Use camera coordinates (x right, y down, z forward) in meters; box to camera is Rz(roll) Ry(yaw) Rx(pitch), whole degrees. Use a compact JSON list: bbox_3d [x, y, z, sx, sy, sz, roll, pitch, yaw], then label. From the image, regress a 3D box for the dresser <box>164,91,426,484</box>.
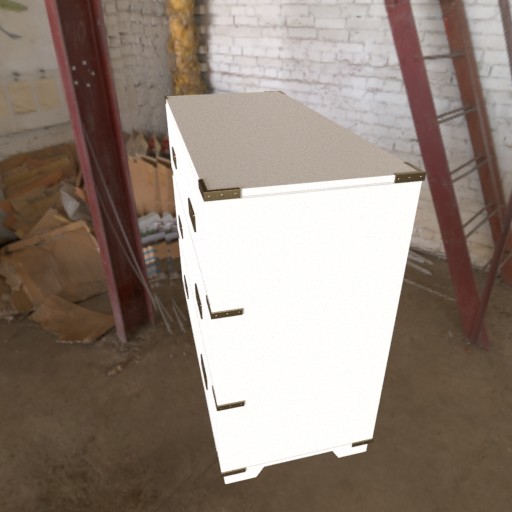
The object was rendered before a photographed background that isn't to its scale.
[{"bbox_3d":[0.000,0.000,1.507,0.460,0.891,1.022,-7,30,-12],"label":"dresser"}]
